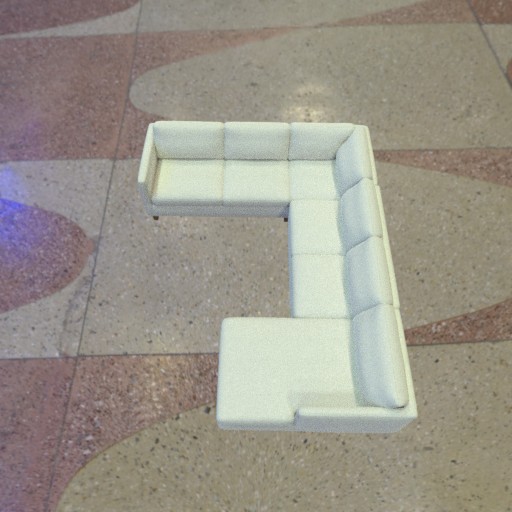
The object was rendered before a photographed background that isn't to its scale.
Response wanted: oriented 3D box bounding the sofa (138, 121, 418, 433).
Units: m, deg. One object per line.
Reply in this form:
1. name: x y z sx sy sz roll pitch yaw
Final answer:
1. sofa: 0.000 0.000 4.437 2.551 0.853 3.238 1 58 0
